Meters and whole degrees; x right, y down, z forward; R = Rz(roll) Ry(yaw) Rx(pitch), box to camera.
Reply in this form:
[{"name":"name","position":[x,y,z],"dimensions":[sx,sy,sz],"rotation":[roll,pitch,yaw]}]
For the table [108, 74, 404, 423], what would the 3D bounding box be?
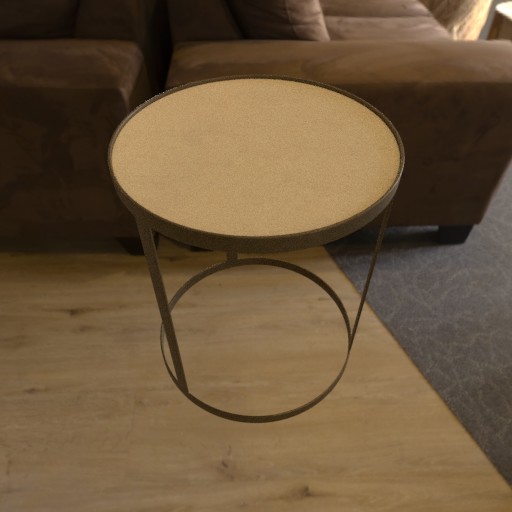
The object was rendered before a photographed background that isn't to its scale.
[{"name":"table","position":[0.000,0.000,0.938],"dimensions":[0.480,0.565,0.480],"rotation":[0,46,0]}]
